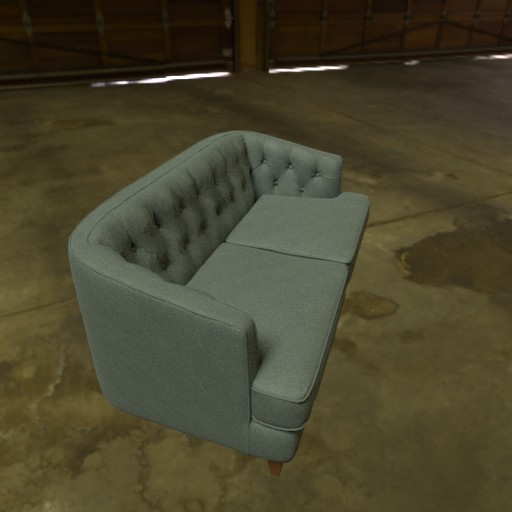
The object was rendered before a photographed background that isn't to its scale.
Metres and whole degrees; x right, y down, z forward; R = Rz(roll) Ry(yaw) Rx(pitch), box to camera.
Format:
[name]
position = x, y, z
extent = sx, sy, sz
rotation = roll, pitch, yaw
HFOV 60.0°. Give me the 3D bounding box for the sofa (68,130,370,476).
[sofa]
position = 0.000, 0.000, 2.185
extent = 0.941, 0.855, 1.733
rotation = 10, 32, 16
